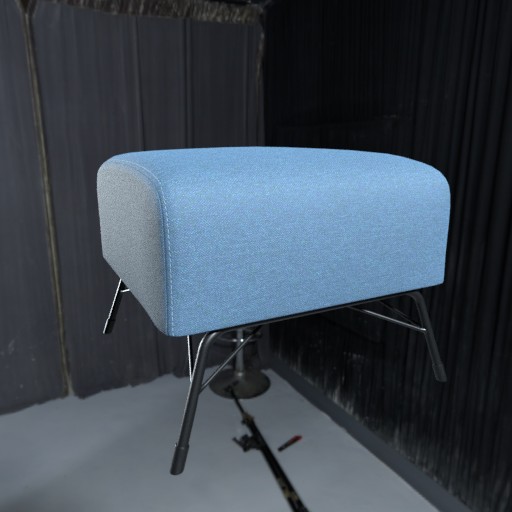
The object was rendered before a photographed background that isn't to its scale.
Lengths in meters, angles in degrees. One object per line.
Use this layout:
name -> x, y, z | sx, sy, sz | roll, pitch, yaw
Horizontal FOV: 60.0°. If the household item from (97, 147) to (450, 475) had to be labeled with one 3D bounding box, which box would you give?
household item -> 0.000, 0.000, 0.878 | 0.530, 0.420, 0.530 | -7, 16, -27
